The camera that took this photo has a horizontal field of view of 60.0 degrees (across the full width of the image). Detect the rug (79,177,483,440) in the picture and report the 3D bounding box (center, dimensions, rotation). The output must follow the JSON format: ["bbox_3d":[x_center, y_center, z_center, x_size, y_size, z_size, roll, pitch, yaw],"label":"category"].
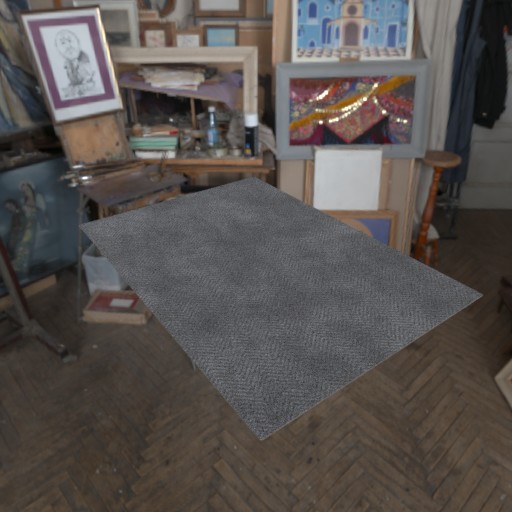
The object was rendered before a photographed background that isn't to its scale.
[{"bbox_3d":[0.000,0.000,2.909,1.600,0.008,2.235,-21,38,-30],"label":"rug"}]
